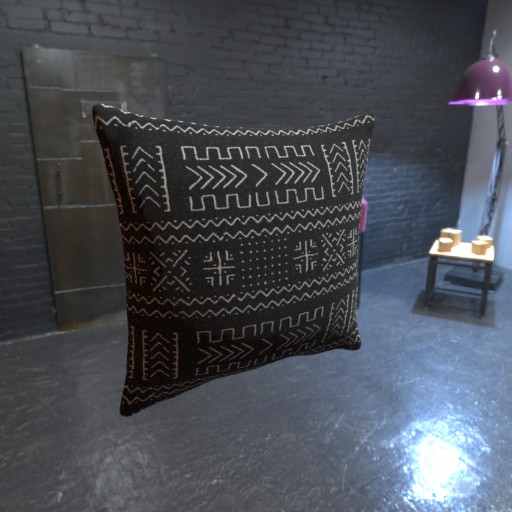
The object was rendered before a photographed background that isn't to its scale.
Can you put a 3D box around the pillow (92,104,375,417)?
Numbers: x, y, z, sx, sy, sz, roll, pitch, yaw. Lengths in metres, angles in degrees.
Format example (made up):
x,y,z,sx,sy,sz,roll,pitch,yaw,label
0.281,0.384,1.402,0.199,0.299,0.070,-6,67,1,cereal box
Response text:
x,y,z,sx,sy,sz,roll,pitch,yaw,label
0.000,0.000,0.675,0.438,0.430,0.164,-8,18,-26,pillow
